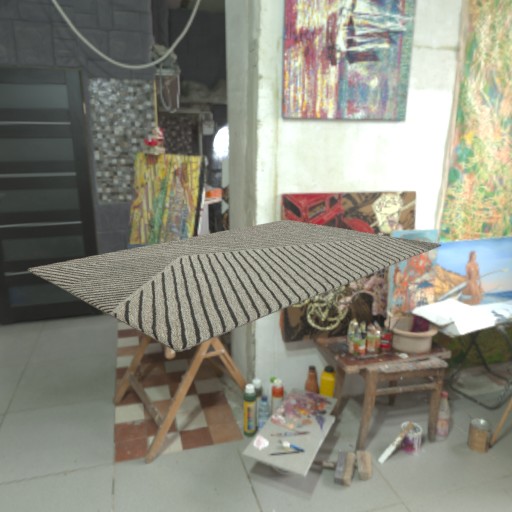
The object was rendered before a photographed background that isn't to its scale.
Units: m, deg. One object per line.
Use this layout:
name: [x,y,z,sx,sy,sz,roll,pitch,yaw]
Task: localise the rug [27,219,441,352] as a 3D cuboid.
rug: [0.000,0.000,2.996,1.539,0.023,2.406,14,20,42]
